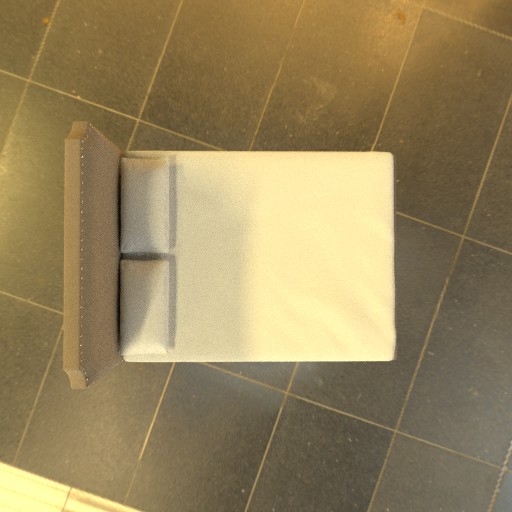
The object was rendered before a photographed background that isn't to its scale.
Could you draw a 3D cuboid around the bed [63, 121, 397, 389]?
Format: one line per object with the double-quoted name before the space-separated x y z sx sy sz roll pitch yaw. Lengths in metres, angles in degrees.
"bed" 0.000 0.000 3.379 2.329 1.415 1.703 0 89 -1
